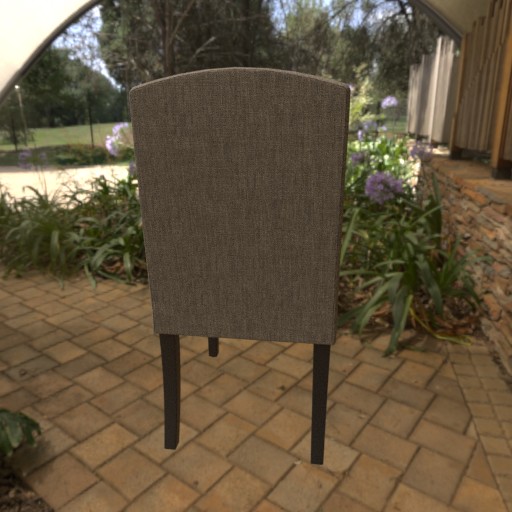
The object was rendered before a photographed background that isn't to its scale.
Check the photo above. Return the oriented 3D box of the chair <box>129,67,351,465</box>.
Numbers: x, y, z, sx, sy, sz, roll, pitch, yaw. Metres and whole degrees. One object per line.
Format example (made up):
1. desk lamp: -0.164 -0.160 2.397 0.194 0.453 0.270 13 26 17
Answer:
1. chair: 0.000 0.000 1.246 0.451 0.917 0.580 2 16 8
